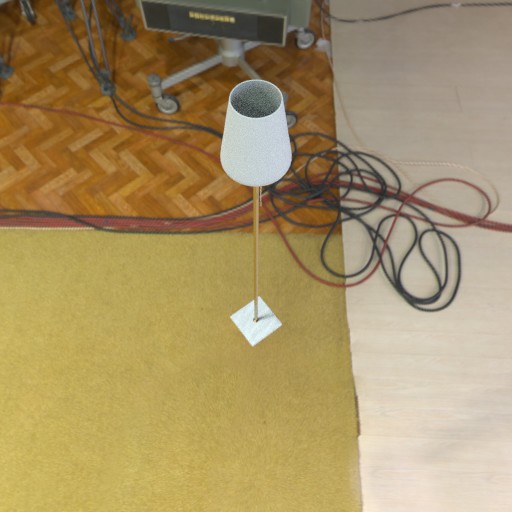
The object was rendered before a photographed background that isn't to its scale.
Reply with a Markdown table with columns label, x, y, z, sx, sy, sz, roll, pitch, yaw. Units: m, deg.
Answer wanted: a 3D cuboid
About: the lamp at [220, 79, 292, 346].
| label | x | y | z | sx | sy | sz | roll | pitch | yaw |
| --- | --- | --- | --- | --- | --- | --- | --- | --- | --- |
| lamp | 0.000 | 0.000 | 1.964 | 0.229 | 1.813 | 0.232 | -34 | 68 | -16 |
